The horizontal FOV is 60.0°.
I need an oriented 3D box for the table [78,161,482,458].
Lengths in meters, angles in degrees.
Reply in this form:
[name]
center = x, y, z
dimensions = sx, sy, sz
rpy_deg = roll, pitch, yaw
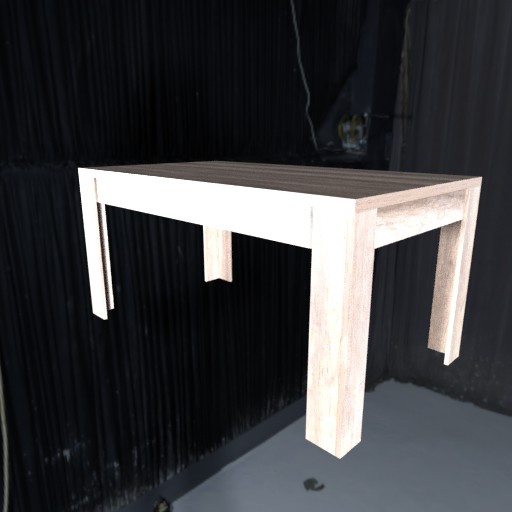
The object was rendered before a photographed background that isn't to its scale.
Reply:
[table]
center = 0.000, 0.000, 2.071
dimensions = 1.600, 0.775, 0.900
rpy_deg = 15, 21, 43
